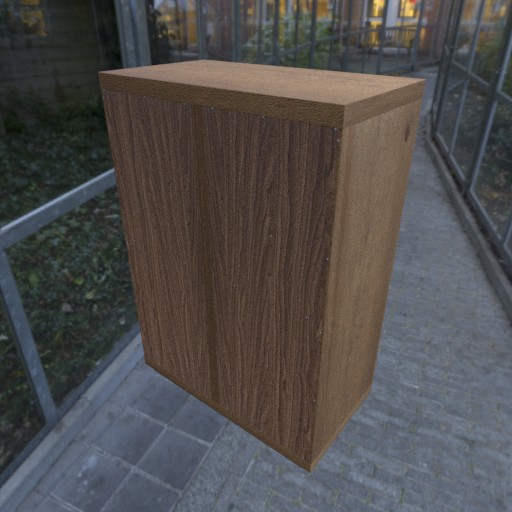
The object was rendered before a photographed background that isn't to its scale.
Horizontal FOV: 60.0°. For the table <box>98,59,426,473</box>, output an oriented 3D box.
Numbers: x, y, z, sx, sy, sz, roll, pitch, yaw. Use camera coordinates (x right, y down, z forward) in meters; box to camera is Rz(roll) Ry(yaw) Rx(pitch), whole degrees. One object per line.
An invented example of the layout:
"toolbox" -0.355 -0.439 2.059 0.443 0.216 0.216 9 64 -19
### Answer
"table" 0.000 0.000 1.699 0.901 1.294 0.524 21 36 33
